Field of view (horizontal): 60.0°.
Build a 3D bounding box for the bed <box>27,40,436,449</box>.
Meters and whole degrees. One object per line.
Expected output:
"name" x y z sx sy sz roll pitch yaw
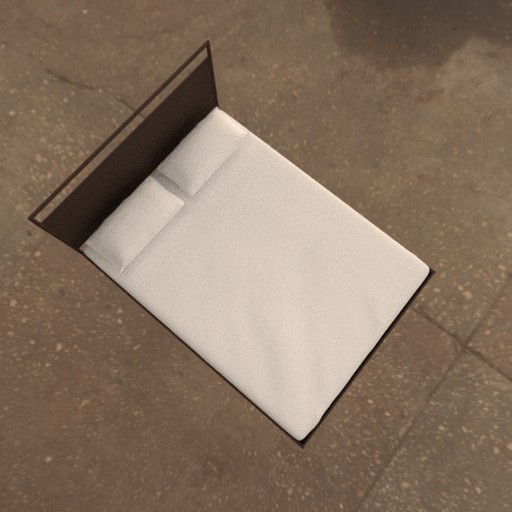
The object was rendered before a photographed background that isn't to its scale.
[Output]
"bed" 0.000 0.000 3.088 2.122 1.173 1.572 39 79 9
